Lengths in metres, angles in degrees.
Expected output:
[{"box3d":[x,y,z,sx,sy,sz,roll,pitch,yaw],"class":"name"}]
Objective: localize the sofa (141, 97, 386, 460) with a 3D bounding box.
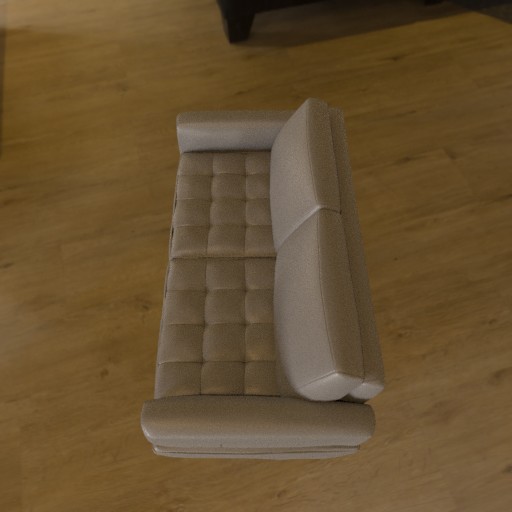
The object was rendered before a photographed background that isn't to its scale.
[{"box3d":[0.000,0.000,2.648,1.121,0.930,2.177,0,59,0],"class":"sofa"}]
